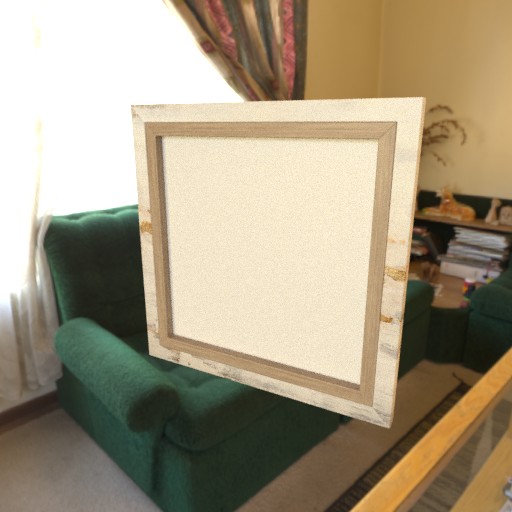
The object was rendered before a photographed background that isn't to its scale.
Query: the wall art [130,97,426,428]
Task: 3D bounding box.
[{"bbox_3d":[0.000,0.000,1.149,0.753,0.755,0.038,9,19,27],"label":"wall art"}]
